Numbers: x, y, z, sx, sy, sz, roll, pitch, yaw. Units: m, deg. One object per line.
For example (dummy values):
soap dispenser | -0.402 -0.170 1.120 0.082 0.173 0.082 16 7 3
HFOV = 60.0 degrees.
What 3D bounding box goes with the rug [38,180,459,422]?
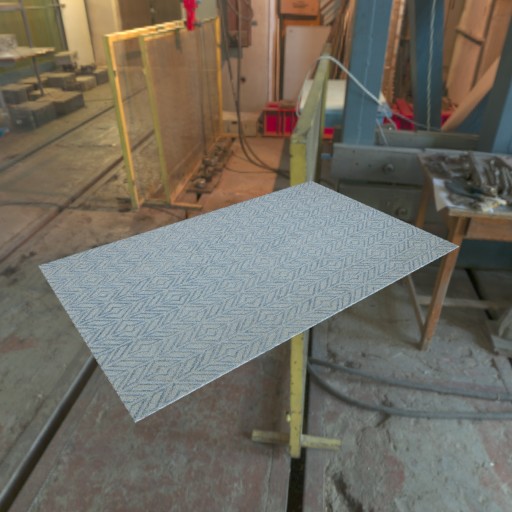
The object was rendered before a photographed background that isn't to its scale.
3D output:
rug | 0.000 0.000 3.024 2.441 0.008 1.526 -22 38 -31
